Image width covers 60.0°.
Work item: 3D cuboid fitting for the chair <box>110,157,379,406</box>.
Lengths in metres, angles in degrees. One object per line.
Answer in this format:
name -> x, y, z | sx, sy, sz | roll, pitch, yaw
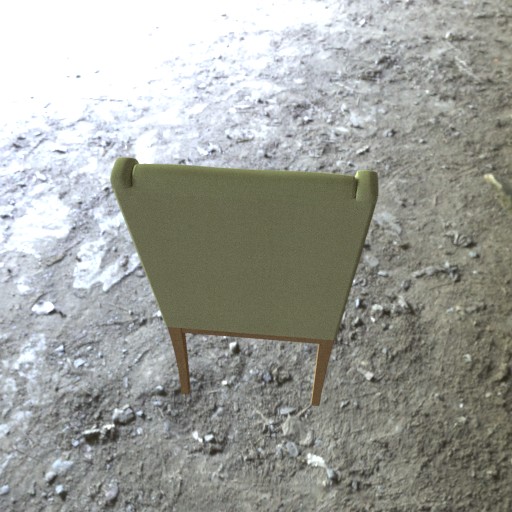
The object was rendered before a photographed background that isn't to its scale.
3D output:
chair -> 0.000, 0.000, 1.412 | 0.575, 1.021, 0.611 | 4, 46, 4
